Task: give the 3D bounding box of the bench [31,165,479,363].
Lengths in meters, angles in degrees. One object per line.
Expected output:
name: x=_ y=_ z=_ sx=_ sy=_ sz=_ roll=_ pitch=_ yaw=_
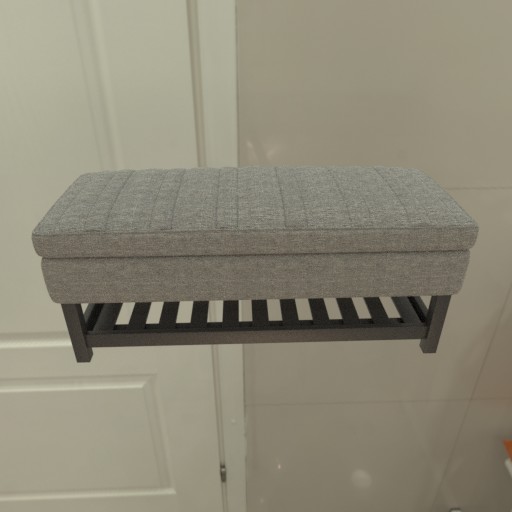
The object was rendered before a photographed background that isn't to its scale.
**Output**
bench: x=0.000 y=0.000 z=1.324 sx=1.100 sy=0.470 sz=0.429 roll=-1 pitch=31 yaw=-2
